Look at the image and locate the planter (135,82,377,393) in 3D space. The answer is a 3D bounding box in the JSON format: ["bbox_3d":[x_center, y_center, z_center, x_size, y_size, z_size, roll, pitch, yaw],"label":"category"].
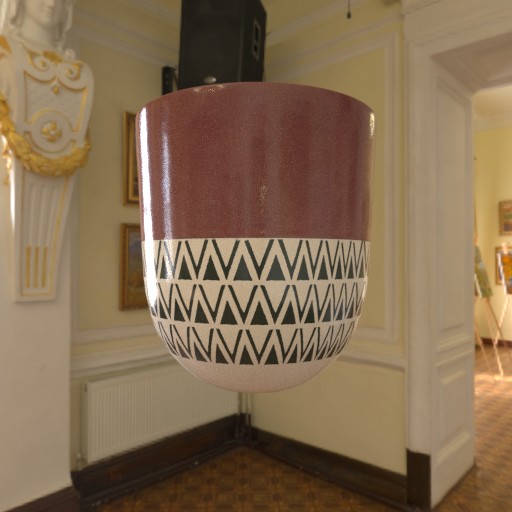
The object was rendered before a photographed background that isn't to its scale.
[{"bbox_3d":[0.000,0.000,0.370,0.195,0.214,0.195,0,0,0],"label":"planter"}]
